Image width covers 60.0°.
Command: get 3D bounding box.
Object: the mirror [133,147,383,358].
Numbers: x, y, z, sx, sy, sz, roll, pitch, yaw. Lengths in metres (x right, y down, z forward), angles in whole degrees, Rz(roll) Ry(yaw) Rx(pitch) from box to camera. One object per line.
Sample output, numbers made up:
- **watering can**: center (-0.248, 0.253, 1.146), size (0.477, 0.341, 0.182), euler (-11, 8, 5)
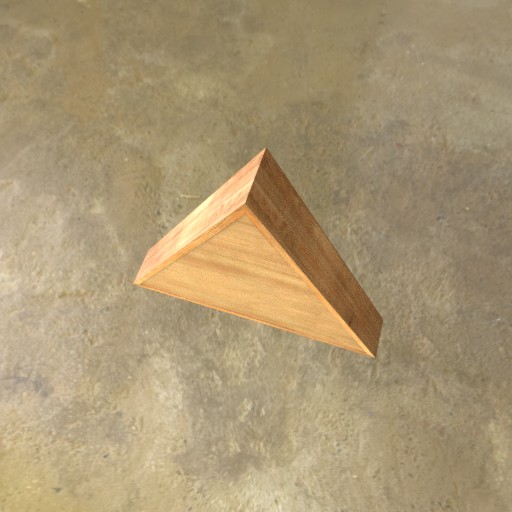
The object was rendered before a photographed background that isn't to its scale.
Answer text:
- **mirror**: center (0.000, 0.000, 0.869), size (0.631, 0.548, 0.100), euler (16, 66, 7)
